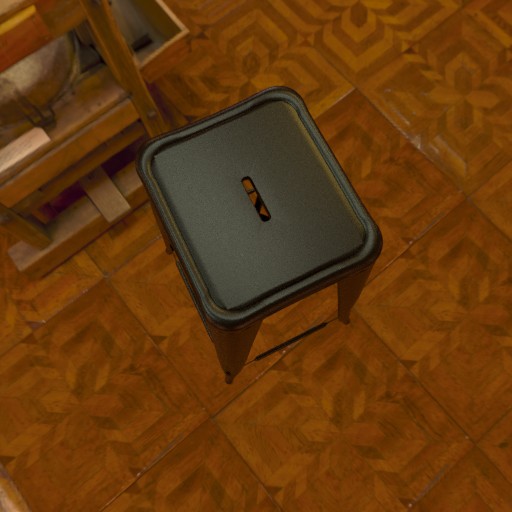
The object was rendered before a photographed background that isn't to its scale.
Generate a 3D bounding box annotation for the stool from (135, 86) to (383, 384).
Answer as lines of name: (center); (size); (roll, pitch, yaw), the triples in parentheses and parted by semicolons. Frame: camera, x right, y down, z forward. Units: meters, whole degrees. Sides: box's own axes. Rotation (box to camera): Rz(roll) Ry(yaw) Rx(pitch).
stool: (0.000, 0.000, 0.881); (0.423, 0.609, 0.455); (-37, 78, -9)
